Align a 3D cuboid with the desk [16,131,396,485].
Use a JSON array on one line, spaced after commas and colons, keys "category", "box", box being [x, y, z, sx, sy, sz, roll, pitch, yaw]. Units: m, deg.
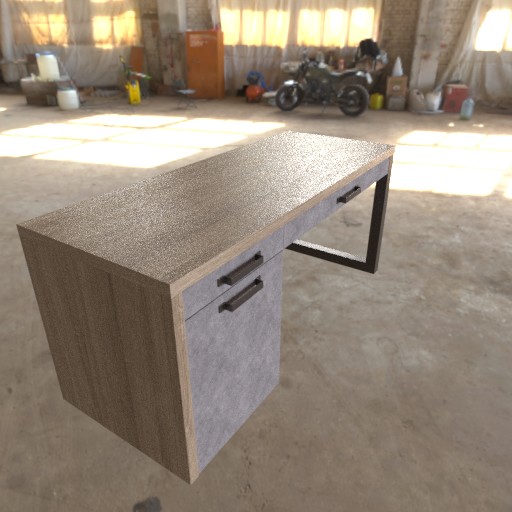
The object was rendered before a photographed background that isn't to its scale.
[{"category": "desk", "box": [0.000, 0.000, 2.035, 0.690, 0.760, 1.700, 17, 32, 30]}]
